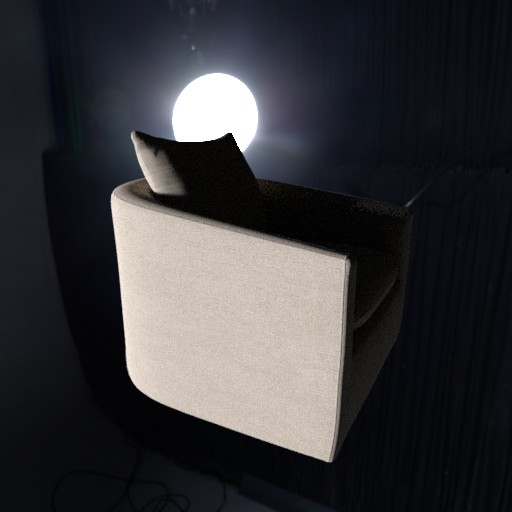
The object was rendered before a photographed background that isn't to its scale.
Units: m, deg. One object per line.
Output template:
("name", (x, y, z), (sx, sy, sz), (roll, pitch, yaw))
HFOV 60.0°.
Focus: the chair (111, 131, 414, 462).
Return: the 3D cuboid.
("chair", (0.000, 0.000, 1.553), (0.910, 0.848, 0.845), (8, 17, 27))
